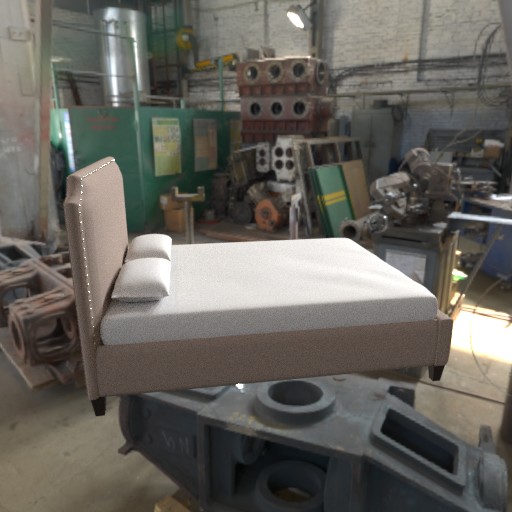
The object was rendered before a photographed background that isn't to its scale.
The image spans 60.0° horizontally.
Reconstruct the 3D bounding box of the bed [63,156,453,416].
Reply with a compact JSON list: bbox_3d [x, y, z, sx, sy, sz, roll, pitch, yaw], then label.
[{"bbox_3d":[0.000,0.000,3.439,2.372,1.443,1.713,-3,17,-9],"label":"bed"}]
